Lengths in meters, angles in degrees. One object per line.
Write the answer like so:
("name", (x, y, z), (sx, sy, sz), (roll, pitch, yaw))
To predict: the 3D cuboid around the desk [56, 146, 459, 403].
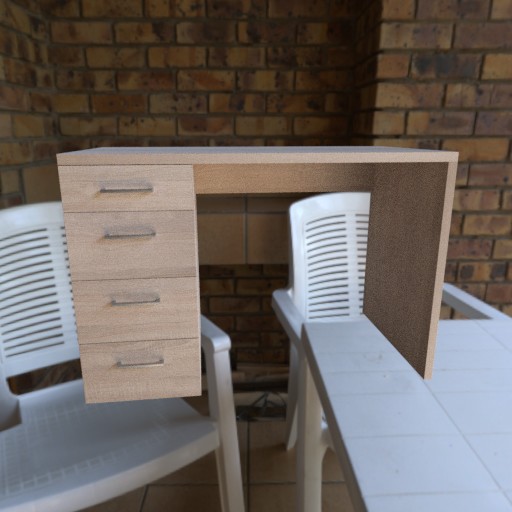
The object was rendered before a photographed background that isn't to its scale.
("desk", (0.000, 0.000, 1.562), (1.100, 0.731, 0.600), (-2, 16, -7))
